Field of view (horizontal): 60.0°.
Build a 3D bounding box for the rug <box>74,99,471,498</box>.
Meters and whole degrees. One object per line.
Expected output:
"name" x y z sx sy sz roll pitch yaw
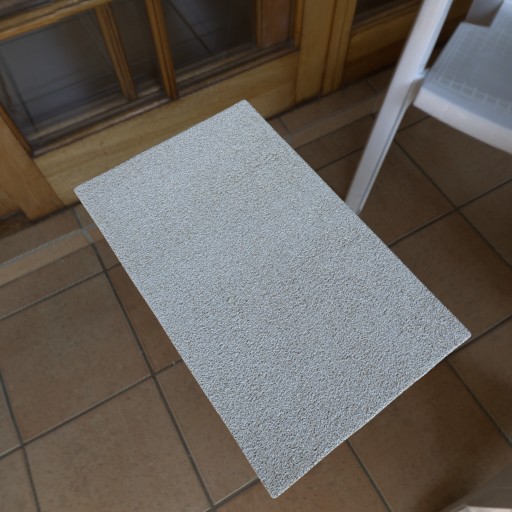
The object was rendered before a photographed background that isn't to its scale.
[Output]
"rug" 0.000 0.000 2.972 1.524 0.030 2.438 -33 68 -15
